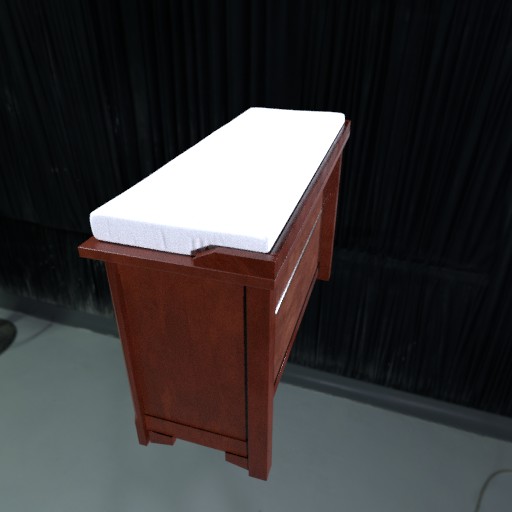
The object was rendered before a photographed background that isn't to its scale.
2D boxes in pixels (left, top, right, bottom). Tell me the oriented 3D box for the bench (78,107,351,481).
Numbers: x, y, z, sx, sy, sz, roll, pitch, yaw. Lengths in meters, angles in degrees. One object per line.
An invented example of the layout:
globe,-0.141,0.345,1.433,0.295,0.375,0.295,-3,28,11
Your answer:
bench,0.000,0.000,1.293,0.369,0.646,0.987,9,31,15
